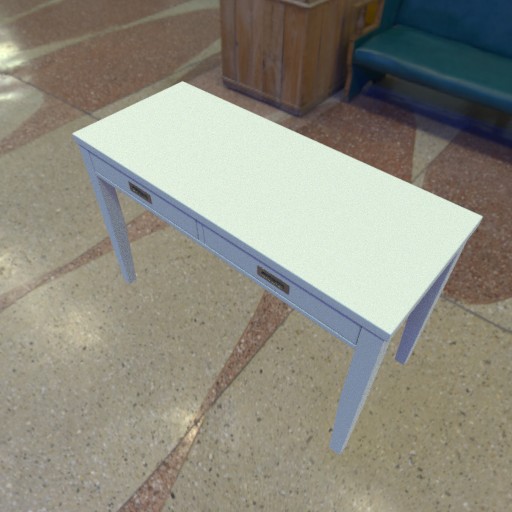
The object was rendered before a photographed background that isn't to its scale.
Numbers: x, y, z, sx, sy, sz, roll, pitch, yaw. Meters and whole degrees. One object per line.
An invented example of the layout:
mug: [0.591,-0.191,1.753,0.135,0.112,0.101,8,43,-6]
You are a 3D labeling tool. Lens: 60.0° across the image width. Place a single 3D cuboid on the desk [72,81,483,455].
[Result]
desk: [0.000,0.000,1.646,1.220,0.775,0.508,33,55,27]
